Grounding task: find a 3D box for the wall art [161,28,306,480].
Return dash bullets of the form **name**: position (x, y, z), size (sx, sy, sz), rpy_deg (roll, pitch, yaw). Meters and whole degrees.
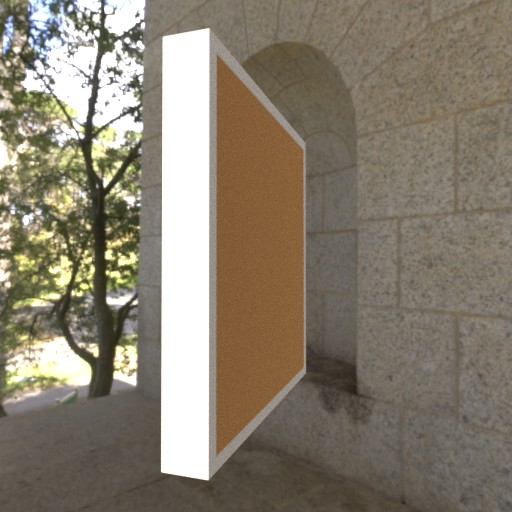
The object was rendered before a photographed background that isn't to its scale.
- **wall art**: position (0.000, 0.000, 0.449), size (0.037, 0.305, 0.305), rpy_deg (0, -1, 19)
